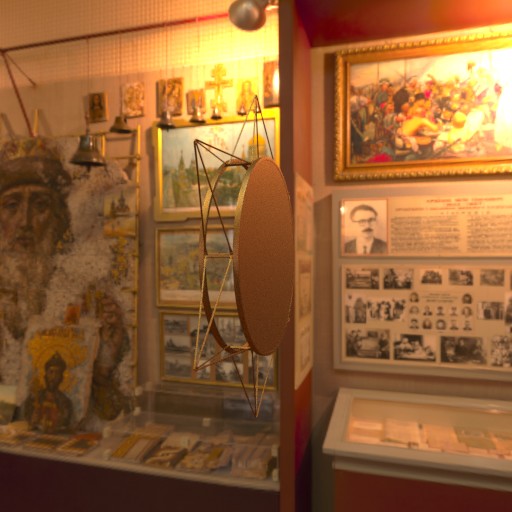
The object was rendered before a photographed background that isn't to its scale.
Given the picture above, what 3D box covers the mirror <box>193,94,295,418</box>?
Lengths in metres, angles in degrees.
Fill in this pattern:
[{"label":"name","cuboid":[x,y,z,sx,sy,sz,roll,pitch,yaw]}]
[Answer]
[{"label":"mirror","cuboid":[0.000,0.000,0.796,0.062,0.581,0.498,0,0,18]}]
